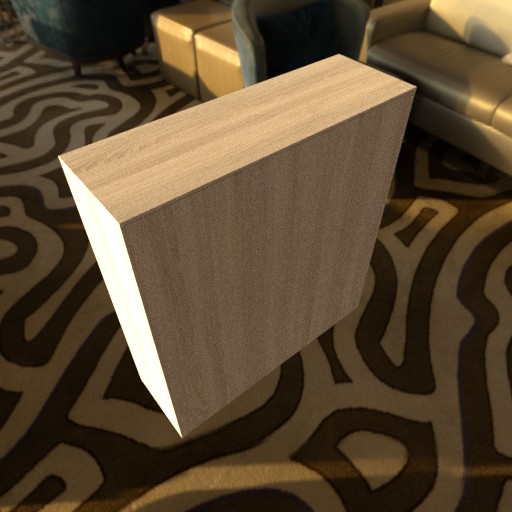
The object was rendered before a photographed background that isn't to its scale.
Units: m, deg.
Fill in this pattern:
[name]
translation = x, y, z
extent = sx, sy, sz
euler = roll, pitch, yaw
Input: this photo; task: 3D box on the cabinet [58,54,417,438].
[cabinet]
translation = 0.000, 0.000, 3.032
extent = 1.870, 2.060, 0.620
euler = -30, 53, -26
